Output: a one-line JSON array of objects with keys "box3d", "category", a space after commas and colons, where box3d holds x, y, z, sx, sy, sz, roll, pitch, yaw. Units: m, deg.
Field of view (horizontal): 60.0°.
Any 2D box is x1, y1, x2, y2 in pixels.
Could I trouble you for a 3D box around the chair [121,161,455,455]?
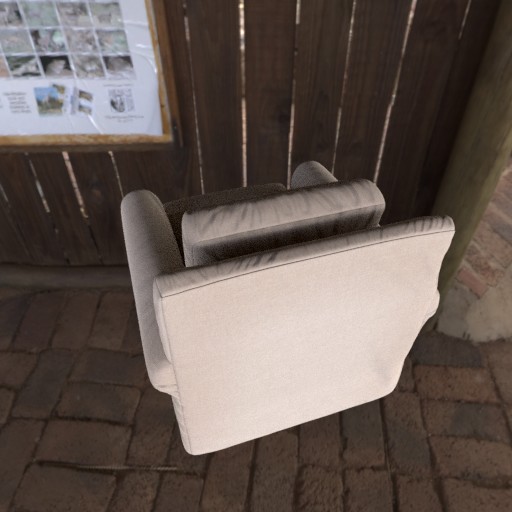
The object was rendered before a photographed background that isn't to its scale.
[{"box3d": [0.000, 0.000, 1.714, 0.940, 0.866, 1.066, -12, 43, -14], "category": "chair"}]
